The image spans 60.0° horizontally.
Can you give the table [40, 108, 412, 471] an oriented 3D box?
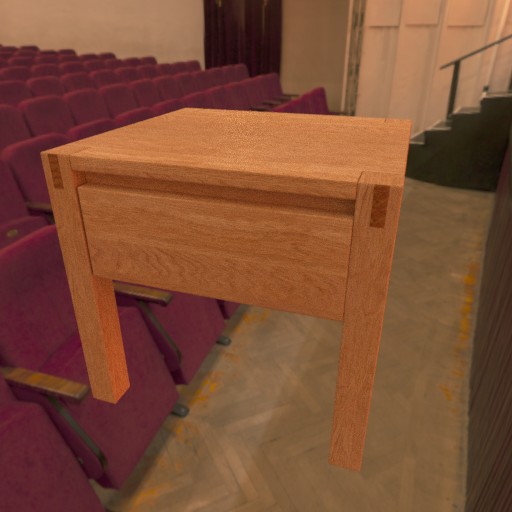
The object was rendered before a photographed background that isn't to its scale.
[{"bbox_3d":[0.000,0.000,0.827,0.480,0.450,0.440,9,28,17],"label":"table"}]
